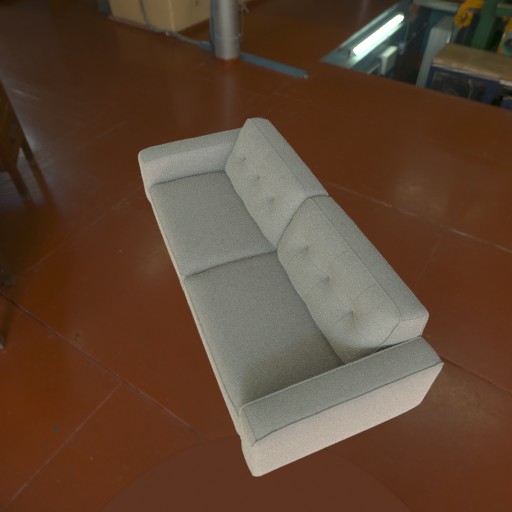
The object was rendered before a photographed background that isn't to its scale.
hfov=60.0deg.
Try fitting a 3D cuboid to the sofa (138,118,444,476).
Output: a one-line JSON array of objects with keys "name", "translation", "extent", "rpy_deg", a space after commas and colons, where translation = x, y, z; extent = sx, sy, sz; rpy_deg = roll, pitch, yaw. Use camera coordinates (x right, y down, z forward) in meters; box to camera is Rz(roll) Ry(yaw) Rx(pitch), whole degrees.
[{"name": "sofa", "translation": [0.000, 0.000, 2.713], "extent": [0.956, 0.781, 2.270], "rpy_deg": [-16, 49, -15]}]
